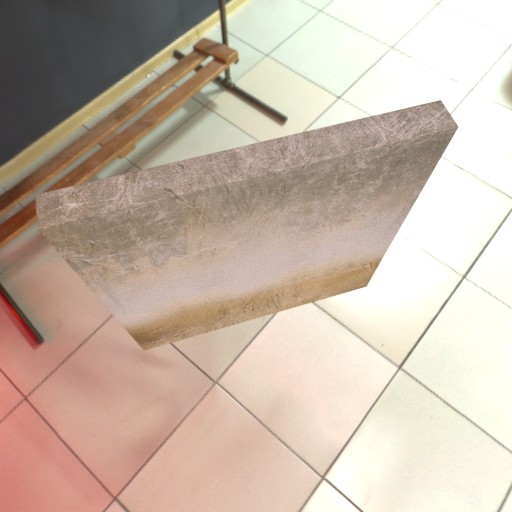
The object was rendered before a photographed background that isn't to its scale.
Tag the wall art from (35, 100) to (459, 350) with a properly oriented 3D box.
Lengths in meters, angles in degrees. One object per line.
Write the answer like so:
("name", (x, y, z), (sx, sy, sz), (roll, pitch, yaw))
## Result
("wall art", (0.000, 0.000, 0.600), (0.405, 0.407, 0.038), (-15, 64, -7))
